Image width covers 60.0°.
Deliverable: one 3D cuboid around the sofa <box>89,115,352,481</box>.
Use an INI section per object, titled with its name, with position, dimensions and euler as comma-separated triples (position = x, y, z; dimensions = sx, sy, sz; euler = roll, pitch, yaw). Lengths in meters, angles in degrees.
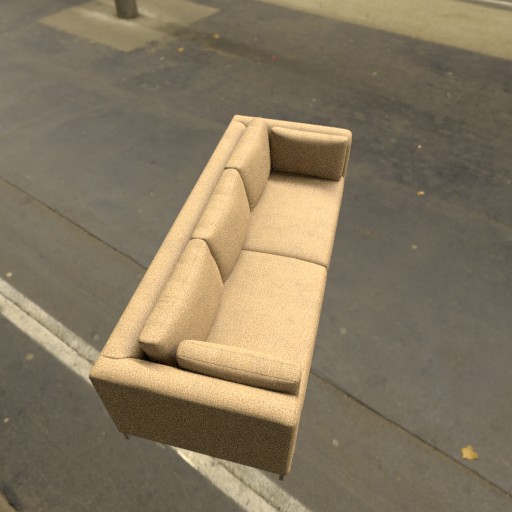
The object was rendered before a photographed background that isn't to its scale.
[sofa]
position = 0.000, 0.000, 2.953
dimensions = 0.969, 0.867, 2.415
euler = 10, 47, 10
